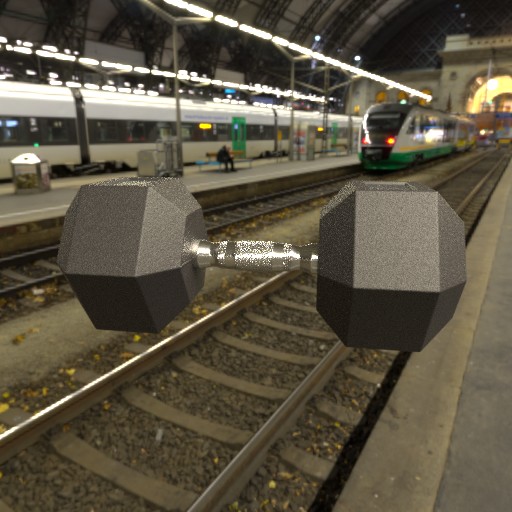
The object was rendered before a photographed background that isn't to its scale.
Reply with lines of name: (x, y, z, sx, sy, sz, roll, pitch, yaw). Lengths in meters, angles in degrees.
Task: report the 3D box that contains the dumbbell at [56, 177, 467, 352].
dumbbell: (0.000, 0.000, 0.325, 0.271, 0.106, 0.122, 2, 16, 9)
